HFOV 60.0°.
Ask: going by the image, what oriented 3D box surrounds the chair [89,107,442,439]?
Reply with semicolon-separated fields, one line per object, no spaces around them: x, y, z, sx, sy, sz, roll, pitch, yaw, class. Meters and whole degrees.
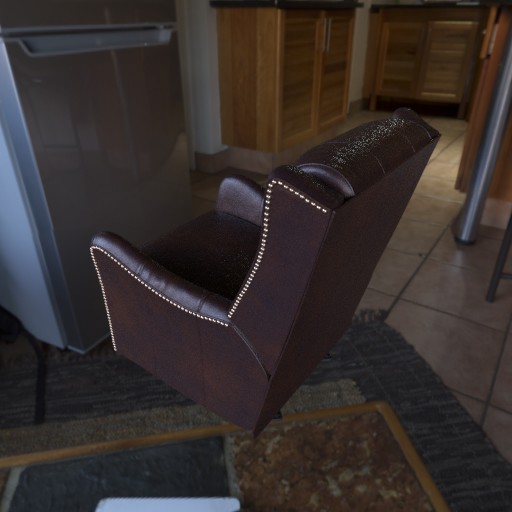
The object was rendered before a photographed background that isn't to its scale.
0.000;0.000;1.739;1.008;1.084;0.869;20;36;30;chair
